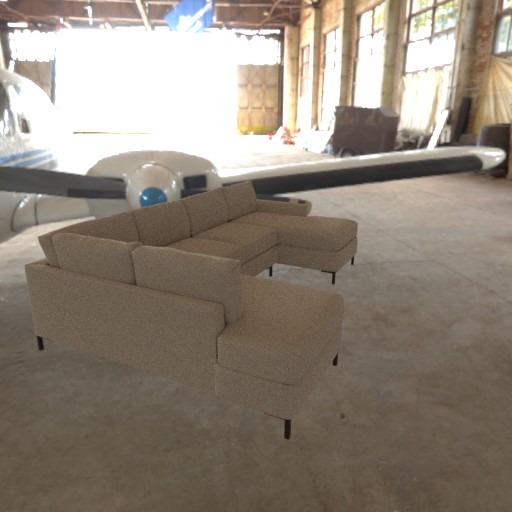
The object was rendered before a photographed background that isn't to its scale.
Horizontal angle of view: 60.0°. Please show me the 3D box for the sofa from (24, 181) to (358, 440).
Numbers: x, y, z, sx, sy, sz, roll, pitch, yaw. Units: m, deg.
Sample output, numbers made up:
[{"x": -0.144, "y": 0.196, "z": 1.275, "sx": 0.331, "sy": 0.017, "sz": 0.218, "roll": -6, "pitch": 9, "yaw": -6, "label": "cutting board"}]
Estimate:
[{"x": 0.000, "y": 0.000, "z": 3.766, "sx": 1.989, "sy": 0.862, "sz": 2.984, "roll": 9, "pitch": 20, "yaw": 26, "label": "sofa"}]
